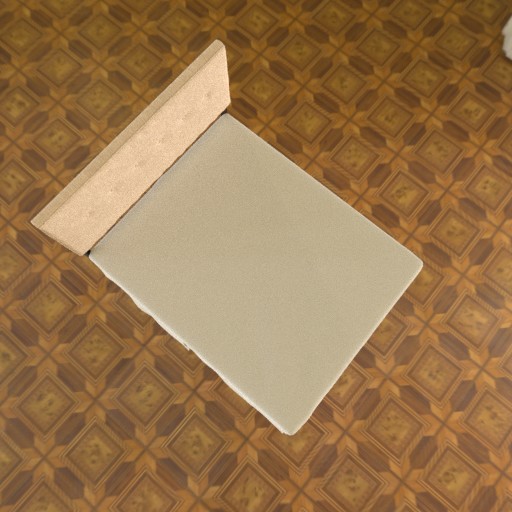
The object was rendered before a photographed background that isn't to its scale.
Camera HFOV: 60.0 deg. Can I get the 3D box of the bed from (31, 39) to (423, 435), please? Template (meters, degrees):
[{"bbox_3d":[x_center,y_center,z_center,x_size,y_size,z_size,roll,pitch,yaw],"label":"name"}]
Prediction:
[{"bbox_3d":[0.000,0.000,3.071,1.978,1.270,1.643,39,79,9],"label":"bed"}]
